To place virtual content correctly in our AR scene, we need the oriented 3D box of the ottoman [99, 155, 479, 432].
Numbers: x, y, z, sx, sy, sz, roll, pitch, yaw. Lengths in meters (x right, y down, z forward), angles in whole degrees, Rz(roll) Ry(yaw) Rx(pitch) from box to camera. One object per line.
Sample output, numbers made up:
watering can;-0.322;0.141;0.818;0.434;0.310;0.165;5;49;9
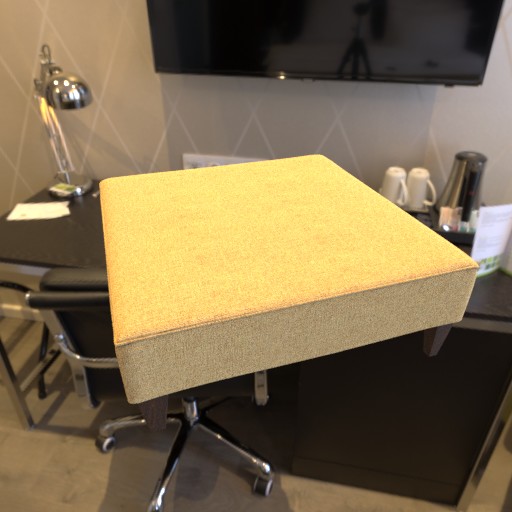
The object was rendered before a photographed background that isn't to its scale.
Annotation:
ottoman;0.000;0.000;1.535;0.970;0.378;0.981;-10;33;-16
